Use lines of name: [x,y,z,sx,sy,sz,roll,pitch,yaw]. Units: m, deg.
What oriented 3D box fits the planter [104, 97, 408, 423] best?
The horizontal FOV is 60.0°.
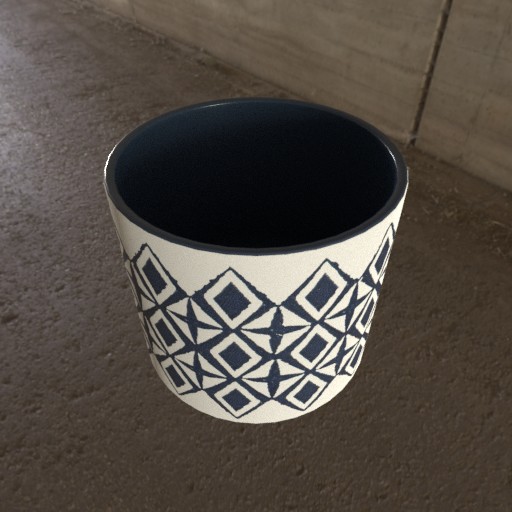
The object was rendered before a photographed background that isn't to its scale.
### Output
planter: [0.000,0.000,0.284,0.159,0.144,0.159,0,42,0]
